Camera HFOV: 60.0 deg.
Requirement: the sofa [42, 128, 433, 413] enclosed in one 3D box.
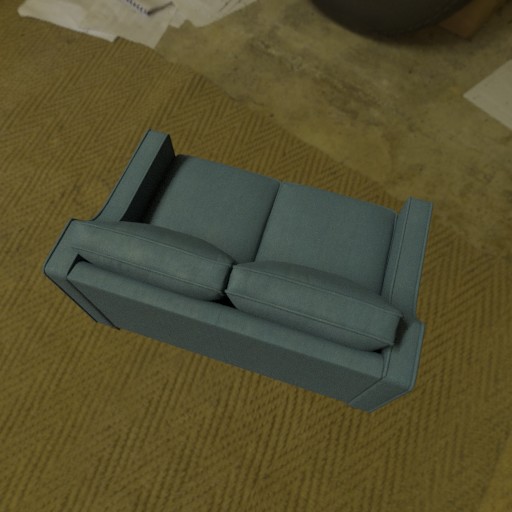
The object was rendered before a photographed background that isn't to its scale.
[{"bbox_3d":[0.000,0.000,2.181,1.501,0.971,0.987,16,65,8],"label":"sofa"}]
